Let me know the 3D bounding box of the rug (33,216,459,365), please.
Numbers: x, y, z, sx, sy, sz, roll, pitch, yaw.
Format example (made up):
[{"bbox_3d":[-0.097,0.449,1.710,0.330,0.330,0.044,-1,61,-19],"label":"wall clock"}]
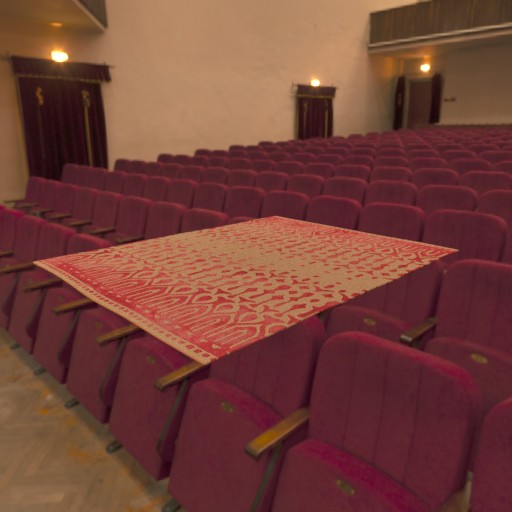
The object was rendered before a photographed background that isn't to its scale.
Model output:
[{"bbox_3d":[0.000,0.000,4.045,3.095,0.016,2.441,-15,22,-42],"label":"rug"}]
